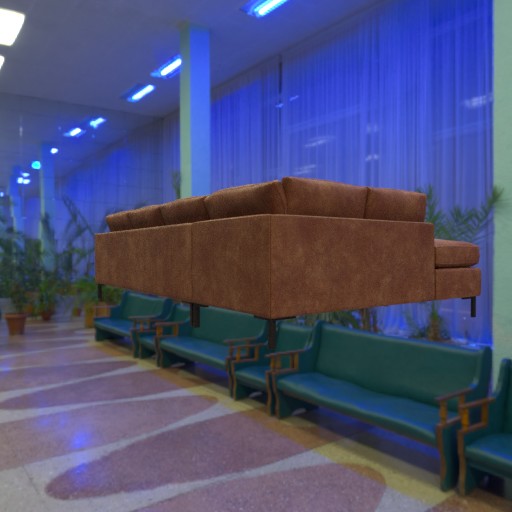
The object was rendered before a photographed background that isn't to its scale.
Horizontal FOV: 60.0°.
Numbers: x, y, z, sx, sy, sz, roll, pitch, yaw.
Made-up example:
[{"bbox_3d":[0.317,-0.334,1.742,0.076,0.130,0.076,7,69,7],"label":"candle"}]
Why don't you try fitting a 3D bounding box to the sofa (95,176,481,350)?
[{"bbox_3d":[0.000,0.000,3.877,1.938,0.877,2.984,0,1,-36],"label":"sofa"}]
